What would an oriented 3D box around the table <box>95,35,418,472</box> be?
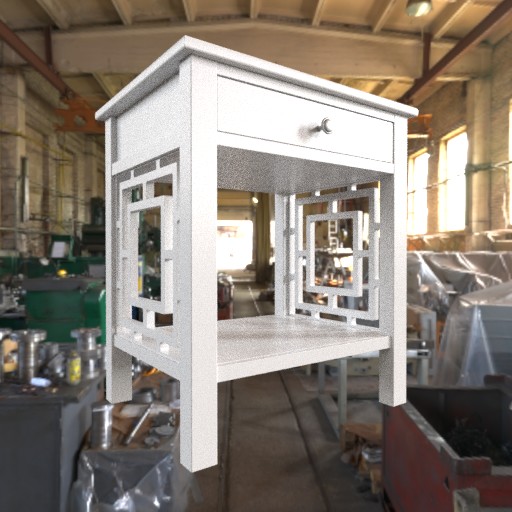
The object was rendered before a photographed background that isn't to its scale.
[{"bbox_3d":[0.000,0.000,0.979,0.564,0.646,0.451,0,1,-36],"label":"table"}]
